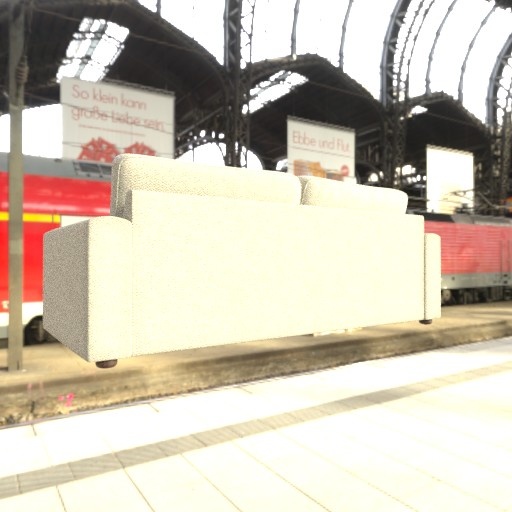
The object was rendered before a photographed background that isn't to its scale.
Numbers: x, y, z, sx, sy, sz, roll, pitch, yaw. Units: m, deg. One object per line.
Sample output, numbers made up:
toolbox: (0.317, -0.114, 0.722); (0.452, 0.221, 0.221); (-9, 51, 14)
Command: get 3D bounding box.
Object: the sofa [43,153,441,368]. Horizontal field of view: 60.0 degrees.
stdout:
sofa: (0.000, 0.000, 2.638); (2.179, 0.873, 1.016); (0, 0, -34)
